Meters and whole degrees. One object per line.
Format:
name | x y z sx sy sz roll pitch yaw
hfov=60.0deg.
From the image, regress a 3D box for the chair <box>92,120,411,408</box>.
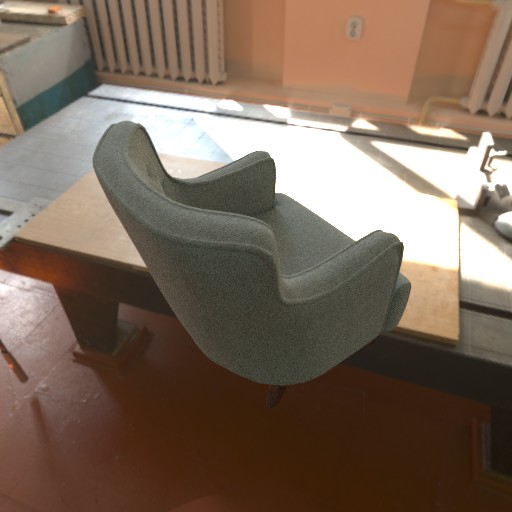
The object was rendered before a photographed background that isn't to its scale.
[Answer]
chair | 0.000 0.000 1.601 0.910 0.920 0.820 -26 47 -27
